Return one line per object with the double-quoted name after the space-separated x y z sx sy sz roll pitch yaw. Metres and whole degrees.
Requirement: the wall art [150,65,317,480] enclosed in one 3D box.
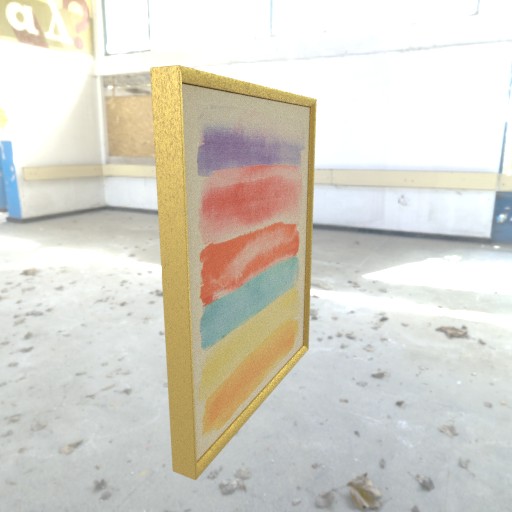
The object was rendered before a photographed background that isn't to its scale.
0.000 0.000 0.898 0.048 0.642 0.537 7 16 26 "wall art"
